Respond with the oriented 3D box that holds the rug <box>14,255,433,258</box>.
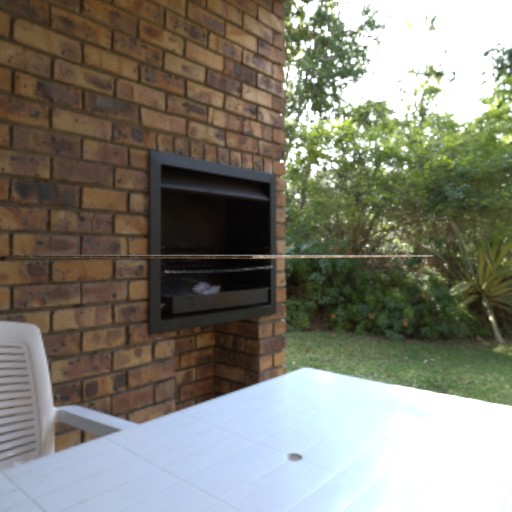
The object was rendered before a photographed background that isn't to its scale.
[{"bbox_3d":[0.000,0.000,2.686,1.524,0.010,2.134,0,0,36],"label":"rug"}]
